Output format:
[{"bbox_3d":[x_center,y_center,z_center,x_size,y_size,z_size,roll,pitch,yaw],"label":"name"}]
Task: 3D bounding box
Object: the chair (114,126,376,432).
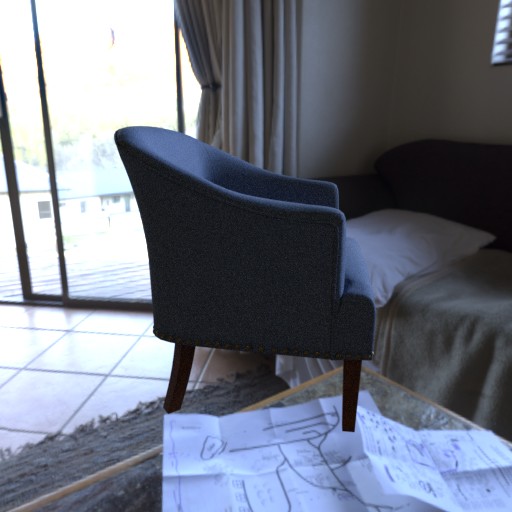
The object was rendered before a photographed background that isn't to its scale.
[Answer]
[{"bbox_3d":[0.000,0.000,1.447,0.704,0.815,0.798,2,15,8],"label":"chair"}]
